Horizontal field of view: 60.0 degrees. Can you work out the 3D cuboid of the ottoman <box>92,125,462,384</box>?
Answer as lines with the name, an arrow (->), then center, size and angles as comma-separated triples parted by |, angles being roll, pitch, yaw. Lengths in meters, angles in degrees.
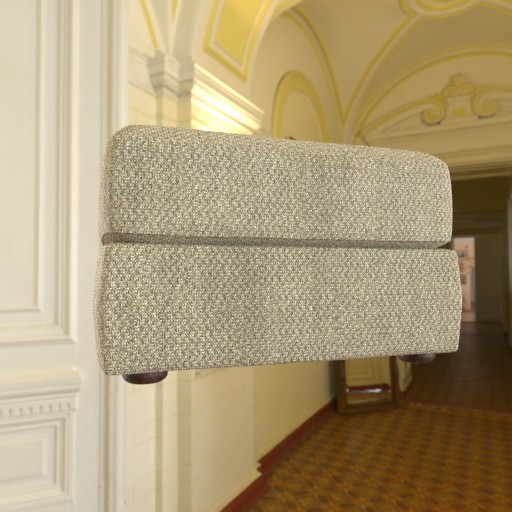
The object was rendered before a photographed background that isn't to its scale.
ottoman -> 0.000, 0.000, 1.104 | 0.751, 0.476, 0.603 | 1, -2, -18
